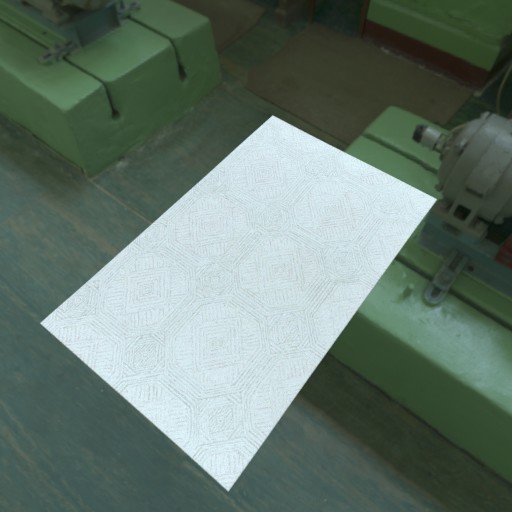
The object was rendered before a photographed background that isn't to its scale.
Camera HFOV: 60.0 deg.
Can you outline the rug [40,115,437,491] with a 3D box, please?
[{"bbox_3d":[0.000,0.000,3.032,1.524,0.008,2.440,33,63,19],"label":"rug"}]
